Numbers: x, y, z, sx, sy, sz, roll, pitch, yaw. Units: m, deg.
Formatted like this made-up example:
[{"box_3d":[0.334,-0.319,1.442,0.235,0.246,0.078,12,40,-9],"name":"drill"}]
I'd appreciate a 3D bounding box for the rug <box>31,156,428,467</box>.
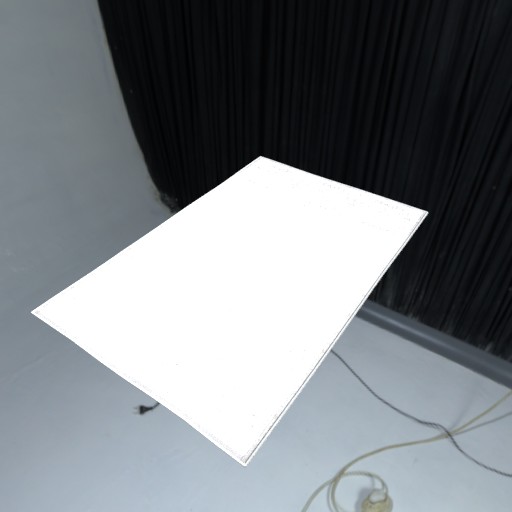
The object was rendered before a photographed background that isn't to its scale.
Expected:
[{"box_3d":[0.000,0.000,3.479,1.819,0.018,2.746,25,46,26],"name":"rug"}]
